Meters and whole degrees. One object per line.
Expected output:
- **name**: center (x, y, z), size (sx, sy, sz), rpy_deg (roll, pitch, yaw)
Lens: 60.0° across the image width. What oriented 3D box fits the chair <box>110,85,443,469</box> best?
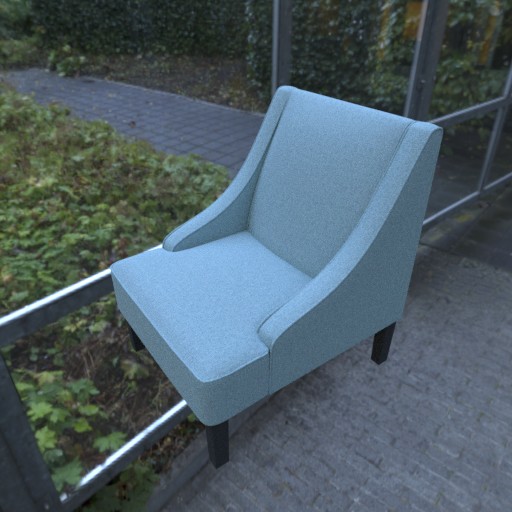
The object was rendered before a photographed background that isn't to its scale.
- **chair**: center (0.000, 0.000, 1.874), size (1.025, 1.133, 0.857), rpy_deg (-21, 38, -30)
